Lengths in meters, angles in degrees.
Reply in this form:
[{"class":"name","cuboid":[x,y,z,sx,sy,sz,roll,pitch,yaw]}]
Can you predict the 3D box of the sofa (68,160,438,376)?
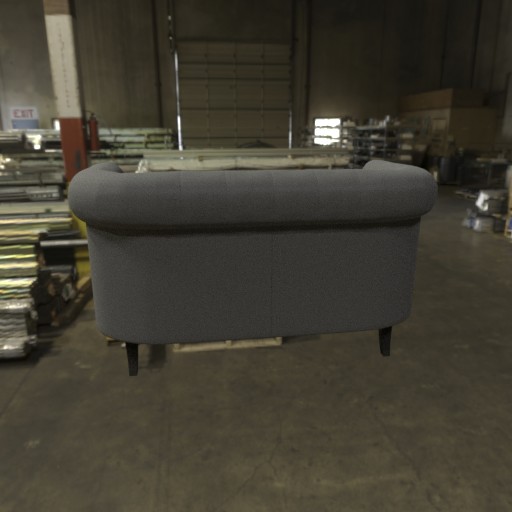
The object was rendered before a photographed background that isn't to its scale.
[{"class":"sofa","cuboid":[0.000,0.000,2.033,1.558,0.827,0.835,-2,16,-8]}]
